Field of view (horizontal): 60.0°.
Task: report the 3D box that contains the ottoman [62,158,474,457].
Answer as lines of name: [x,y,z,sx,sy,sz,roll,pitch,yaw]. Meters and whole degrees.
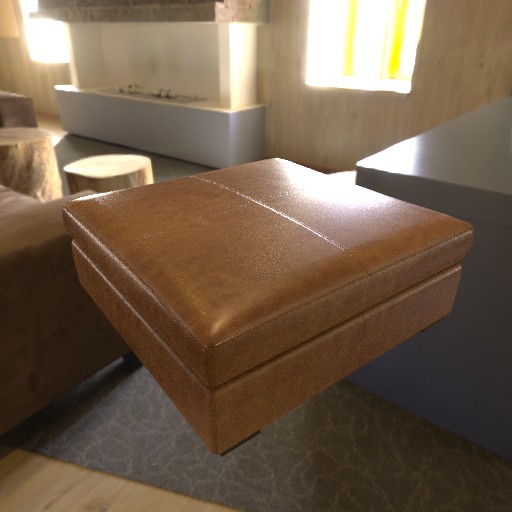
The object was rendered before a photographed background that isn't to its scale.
ottoman: [0.000,0.000,1.811,1.168,0.483,1.169,-19,33,-32]
